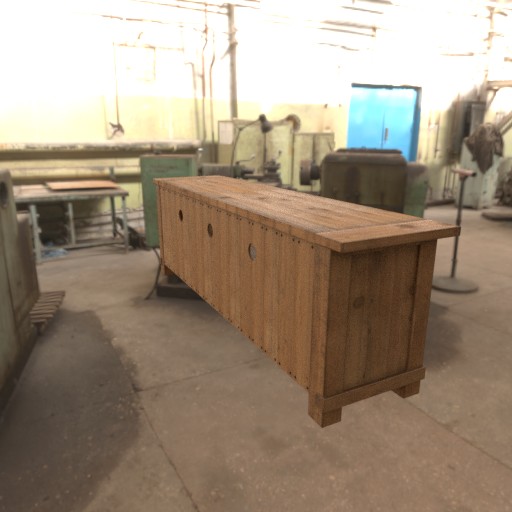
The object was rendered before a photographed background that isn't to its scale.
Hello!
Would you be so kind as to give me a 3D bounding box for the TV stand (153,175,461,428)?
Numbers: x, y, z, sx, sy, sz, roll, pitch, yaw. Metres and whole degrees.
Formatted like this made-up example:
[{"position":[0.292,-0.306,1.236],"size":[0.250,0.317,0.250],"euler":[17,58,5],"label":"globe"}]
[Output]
[{"position":[0.000,0.000,2.048],"size":[0.453,0.573,1.804],"euler":[-8,17,-26],"label":"TV stand"}]
